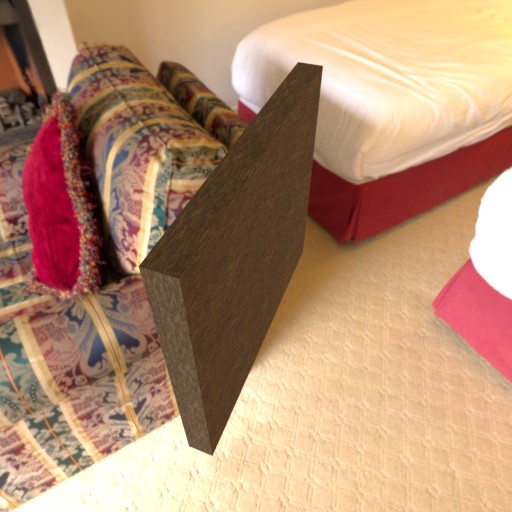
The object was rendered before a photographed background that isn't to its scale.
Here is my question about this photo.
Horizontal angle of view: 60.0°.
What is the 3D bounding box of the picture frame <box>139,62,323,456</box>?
[{"bbox_3d":[0.000,0.000,0.553,0.033,0.330,0.378,16,48,15],"label":"picture frame"}]
